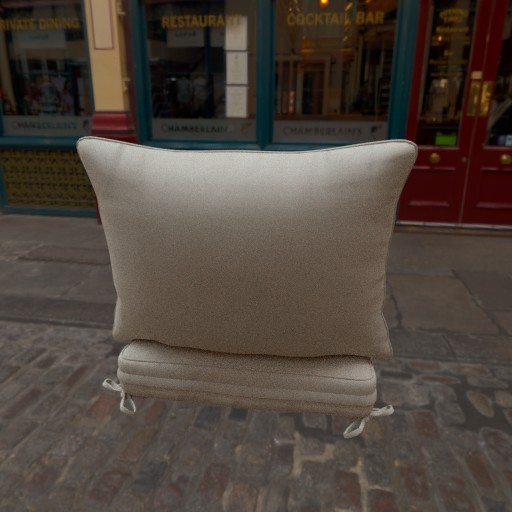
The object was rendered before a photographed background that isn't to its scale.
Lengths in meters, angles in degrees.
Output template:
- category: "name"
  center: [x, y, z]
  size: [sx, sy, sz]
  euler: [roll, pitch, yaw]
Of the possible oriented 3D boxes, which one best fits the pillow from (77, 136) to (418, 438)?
- category: "pillow"
  center: [0.000, 0.000, 1.344]
  size: [0.798, 0.716, 0.733]
  euler: [3, 17, 9]
